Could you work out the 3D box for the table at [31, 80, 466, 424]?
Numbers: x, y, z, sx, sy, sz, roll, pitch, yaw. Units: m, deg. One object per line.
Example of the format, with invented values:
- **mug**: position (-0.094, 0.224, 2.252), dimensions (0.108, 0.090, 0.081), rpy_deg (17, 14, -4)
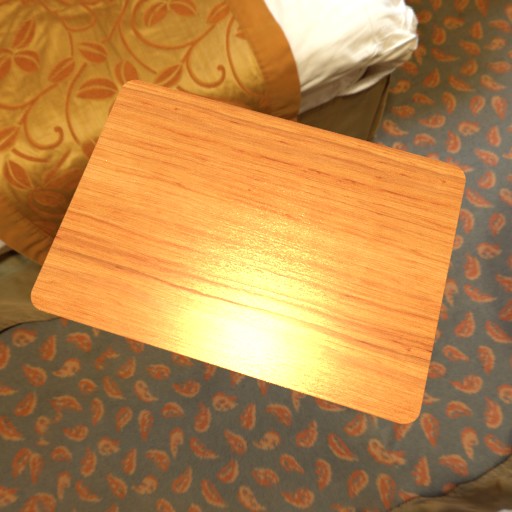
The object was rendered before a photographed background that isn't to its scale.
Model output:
- **table**: position (0.000, 0.000, 1.372), dimensions (0.997, 0.445, 0.696), rpy_deg (16, 76, 4)
